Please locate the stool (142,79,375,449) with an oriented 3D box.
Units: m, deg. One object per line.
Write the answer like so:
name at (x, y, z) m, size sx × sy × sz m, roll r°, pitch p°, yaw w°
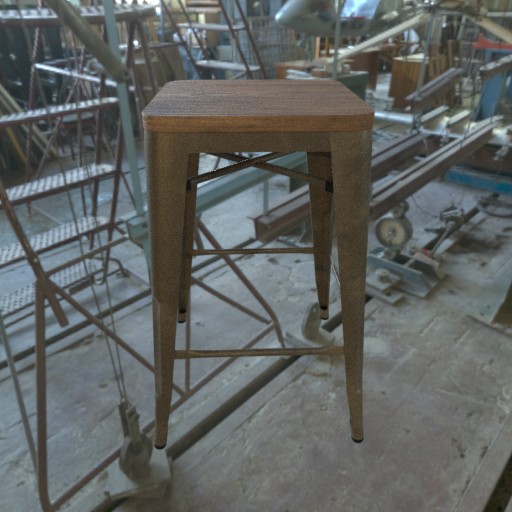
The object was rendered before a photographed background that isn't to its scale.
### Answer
stool at (0.000, 0.000, 0.873) m, size 0.407 × 0.607 × 0.407 m, roll -1°, pitch 30°, yaw -2°
